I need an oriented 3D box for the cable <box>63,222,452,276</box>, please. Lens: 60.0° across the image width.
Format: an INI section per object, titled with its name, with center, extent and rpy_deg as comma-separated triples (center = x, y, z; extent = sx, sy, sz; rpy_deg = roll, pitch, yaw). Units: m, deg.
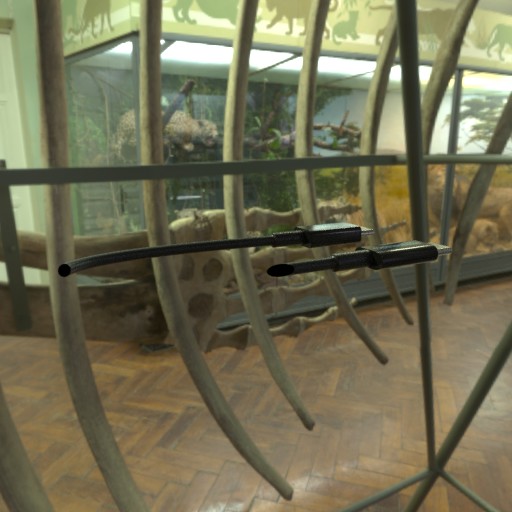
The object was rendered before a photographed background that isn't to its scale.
[cable]
center = 0.000, 0.000, 0.113
extent = 0.098, 0.006, 0.040
rpy_deg = -7, 15, -26
